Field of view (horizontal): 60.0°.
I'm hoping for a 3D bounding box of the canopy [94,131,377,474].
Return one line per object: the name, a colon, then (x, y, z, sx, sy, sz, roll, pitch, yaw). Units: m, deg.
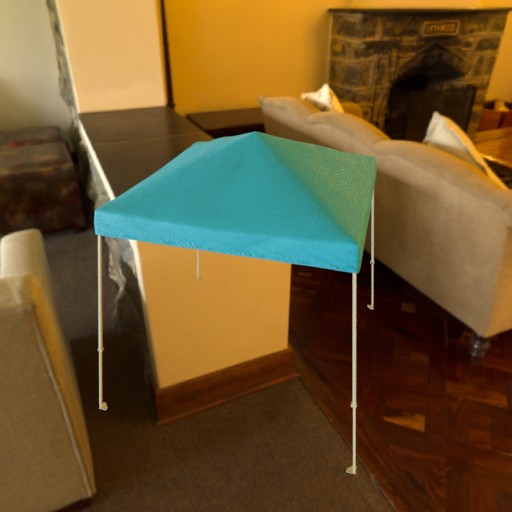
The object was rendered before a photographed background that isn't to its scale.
canopy: (0.000, 0.000, 5.117, 2.849, 2.850, 2.850, 8, 31, 14)
